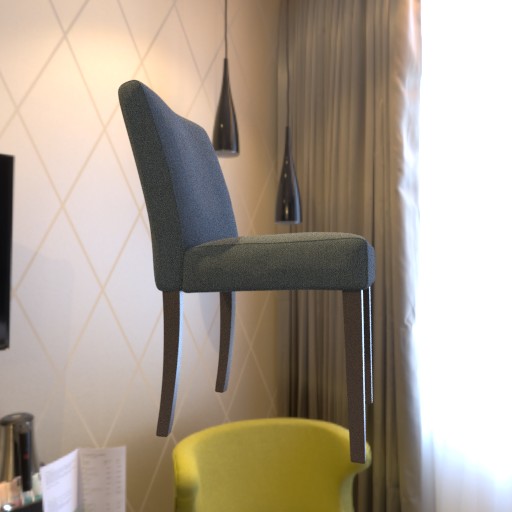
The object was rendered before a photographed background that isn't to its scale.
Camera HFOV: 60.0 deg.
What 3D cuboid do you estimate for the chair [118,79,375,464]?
[{"bbox_3d":[0.000,0.000,1.226,0.629,0.882,0.487,0,-1,17],"label":"chair"}]
